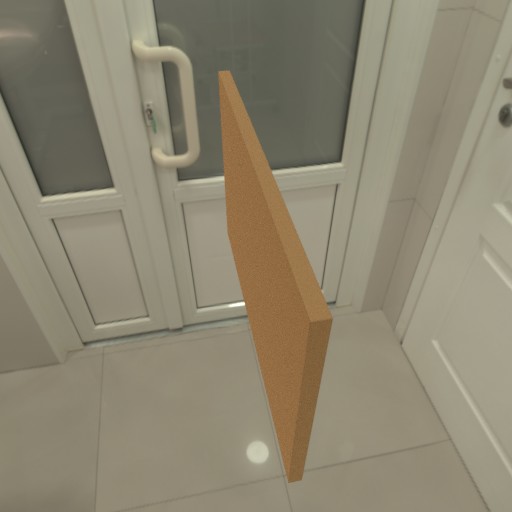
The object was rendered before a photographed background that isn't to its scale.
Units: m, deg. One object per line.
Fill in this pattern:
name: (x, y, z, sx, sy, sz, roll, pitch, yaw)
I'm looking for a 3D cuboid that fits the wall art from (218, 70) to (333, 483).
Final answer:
wall art: (0.000, 0.000, 1.154, 0.033, 0.608, 0.915, -8, 44, -8)
